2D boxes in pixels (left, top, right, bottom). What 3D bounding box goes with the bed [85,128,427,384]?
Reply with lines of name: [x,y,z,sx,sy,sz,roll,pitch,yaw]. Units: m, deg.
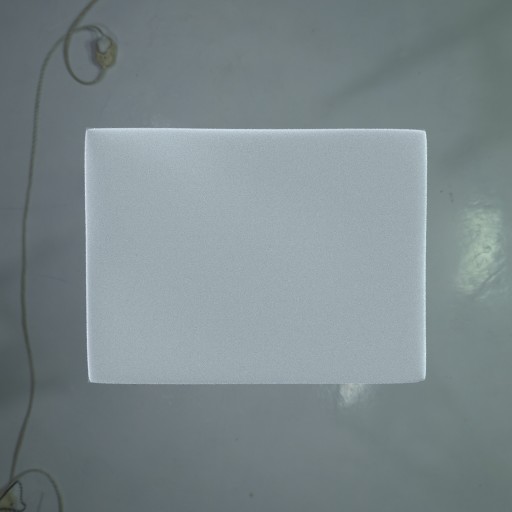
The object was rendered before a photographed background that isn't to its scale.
bed: [0.000,0.000,2.785,2.108,0.510,1.604,0,91,-1]
